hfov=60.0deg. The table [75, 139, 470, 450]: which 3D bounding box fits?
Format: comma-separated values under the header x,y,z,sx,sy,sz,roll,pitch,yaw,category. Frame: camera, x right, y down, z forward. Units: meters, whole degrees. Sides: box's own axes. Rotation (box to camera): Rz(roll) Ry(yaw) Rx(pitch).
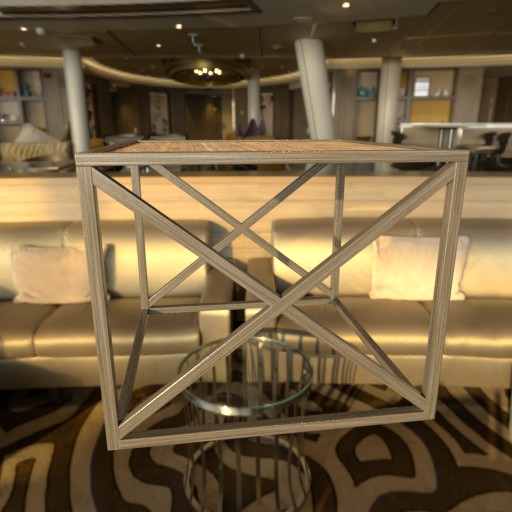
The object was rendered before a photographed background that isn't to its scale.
x,y,z,sx,sy,sz,roll,pitch,yaw,category
0.000,0.000,1.034,0.611,0.507,0.609,-2,16,-8,table
